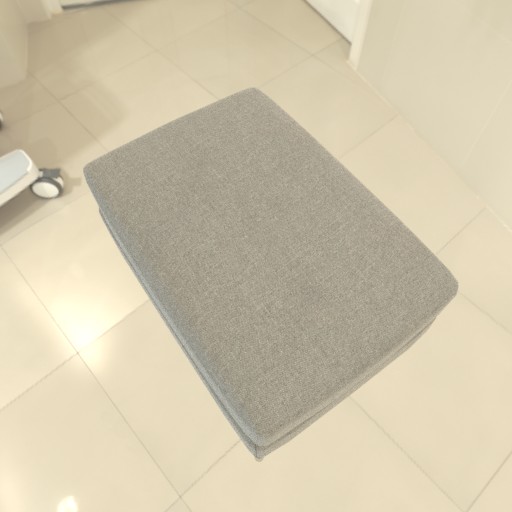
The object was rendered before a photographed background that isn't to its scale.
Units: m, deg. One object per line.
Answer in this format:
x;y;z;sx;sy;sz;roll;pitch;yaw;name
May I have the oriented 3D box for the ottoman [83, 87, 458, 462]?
0.000;0.000;1.200;0.584;0.457;0.838;-31;64;-17;ottoman
